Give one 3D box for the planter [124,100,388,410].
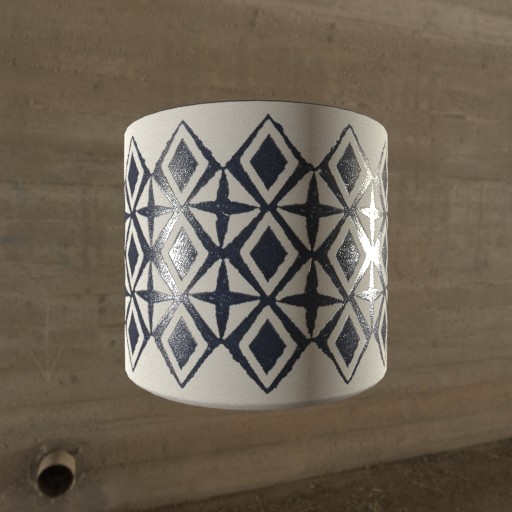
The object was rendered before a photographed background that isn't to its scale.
[{"bbox_3d":[0.000,0.000,0.279,0.159,0.144,0.159,0,1,0],"label":"planter"}]
